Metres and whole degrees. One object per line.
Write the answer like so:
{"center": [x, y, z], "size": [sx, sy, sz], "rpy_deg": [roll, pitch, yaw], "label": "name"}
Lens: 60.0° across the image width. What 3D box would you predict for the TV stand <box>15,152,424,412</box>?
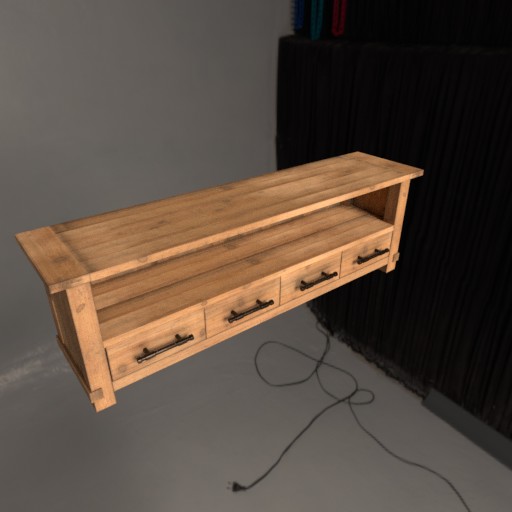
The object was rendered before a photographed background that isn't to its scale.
{"center": [0.000, 0.000, 2.024], "size": [1.804, 0.573, 0.453], "rpy_deg": [-20, 34, -32], "label": "TV stand"}
